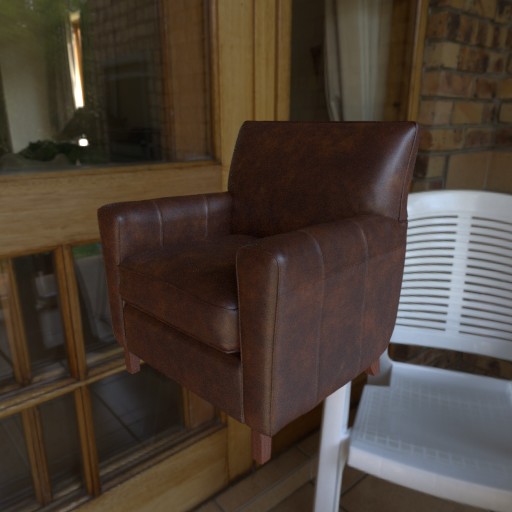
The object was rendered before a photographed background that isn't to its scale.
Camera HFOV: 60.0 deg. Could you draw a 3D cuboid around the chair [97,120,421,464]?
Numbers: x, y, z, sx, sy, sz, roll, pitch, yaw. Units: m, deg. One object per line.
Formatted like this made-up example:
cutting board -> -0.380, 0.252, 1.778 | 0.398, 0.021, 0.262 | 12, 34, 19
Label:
chair -> 0.000, 0.000, 1.614 | 0.870, 0.943, 0.823 | 16, 23, 41
